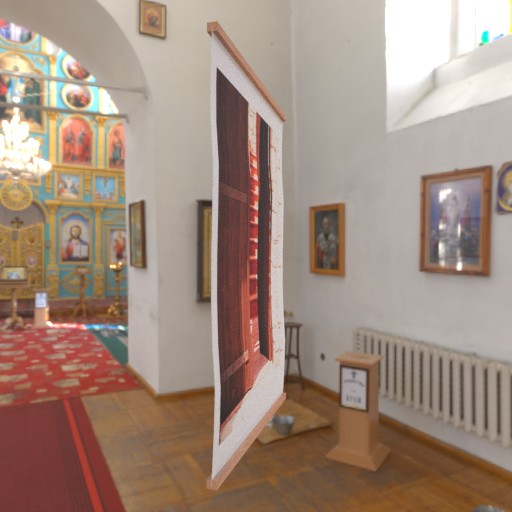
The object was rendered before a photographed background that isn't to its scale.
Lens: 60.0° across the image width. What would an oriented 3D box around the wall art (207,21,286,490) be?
[{"bbox_3d":[0.000,0.000,0.641,0.012,0.508,0.332,0,-1,17],"label":"wall art"}]
